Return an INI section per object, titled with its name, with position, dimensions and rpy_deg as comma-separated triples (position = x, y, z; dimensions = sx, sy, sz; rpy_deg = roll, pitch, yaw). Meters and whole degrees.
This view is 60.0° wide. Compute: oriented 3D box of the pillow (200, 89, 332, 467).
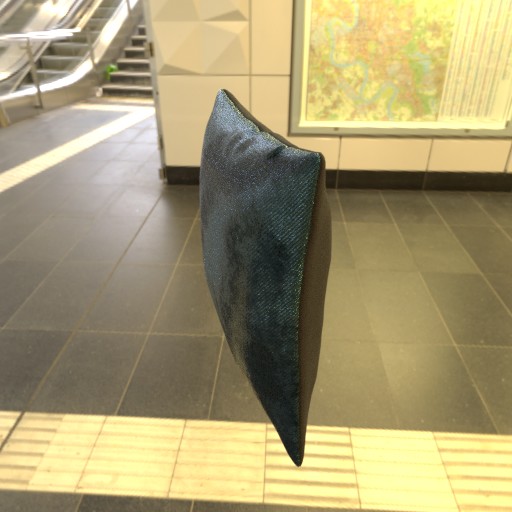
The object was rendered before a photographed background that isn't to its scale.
[pillow]
position = 0.000, 0.000, 0.674
dimensions = 0.138, 0.430, 0.436
rpy_deg = -8, 31, -14
